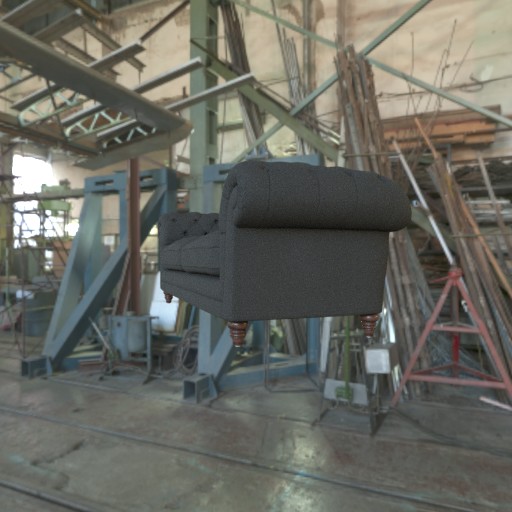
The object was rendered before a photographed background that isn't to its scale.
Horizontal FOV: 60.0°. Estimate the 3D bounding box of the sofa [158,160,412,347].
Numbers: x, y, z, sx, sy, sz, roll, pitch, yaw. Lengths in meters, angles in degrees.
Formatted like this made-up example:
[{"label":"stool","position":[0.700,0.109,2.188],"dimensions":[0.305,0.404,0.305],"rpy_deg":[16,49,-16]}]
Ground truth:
[{"label":"sofa","position":[0.000,0.000,2.860],"dimensions":[0.991,0.762,2.362],"rpy_deg":[0,0,-20]}]
